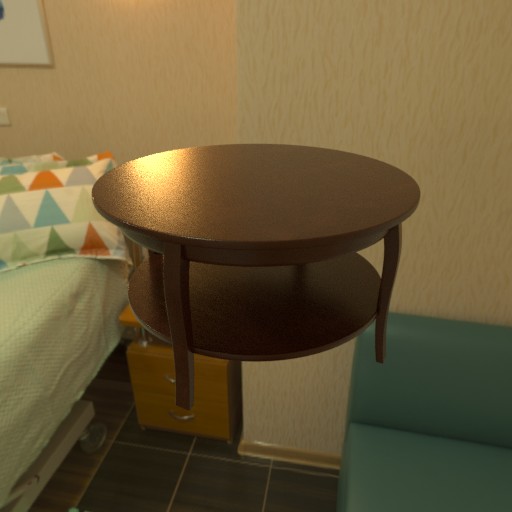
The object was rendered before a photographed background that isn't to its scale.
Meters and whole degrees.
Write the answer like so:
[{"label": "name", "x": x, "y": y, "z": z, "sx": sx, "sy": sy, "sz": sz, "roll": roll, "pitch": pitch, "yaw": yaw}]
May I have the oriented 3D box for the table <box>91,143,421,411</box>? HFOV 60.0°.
[{"label": "table", "x": 0.000, "y": 0.000, "z": 1.404, "sx": 0.911, "sy": 0.512, "sz": 0.911, "roll": 0, "pitch": 26, "yaw": 0}]
